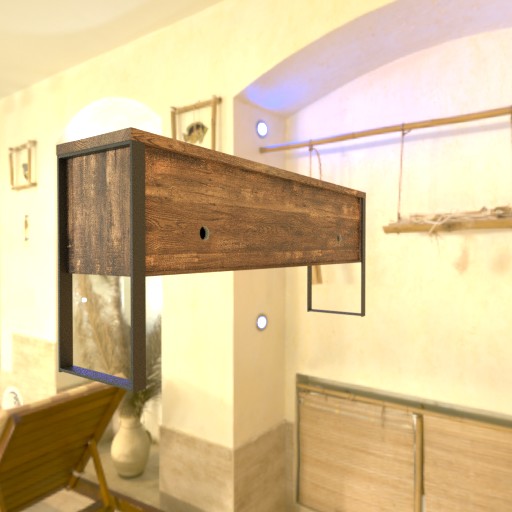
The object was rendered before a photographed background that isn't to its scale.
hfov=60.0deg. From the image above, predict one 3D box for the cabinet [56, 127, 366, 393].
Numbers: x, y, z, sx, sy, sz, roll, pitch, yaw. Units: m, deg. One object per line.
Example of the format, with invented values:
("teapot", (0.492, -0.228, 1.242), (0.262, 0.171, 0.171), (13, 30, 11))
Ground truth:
("cabinet", (0.000, 0.000, 2.117), (0.395, 0.762, 1.800), (1, 1, 35))
